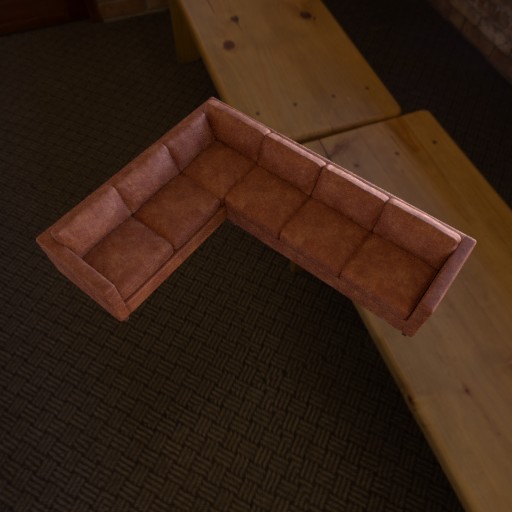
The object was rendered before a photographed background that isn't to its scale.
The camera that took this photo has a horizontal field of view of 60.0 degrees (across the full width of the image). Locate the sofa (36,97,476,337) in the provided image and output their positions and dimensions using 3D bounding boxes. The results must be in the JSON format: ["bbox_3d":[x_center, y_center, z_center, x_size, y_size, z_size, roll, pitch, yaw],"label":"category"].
[{"bbox_3d":[0.000,0.000,4.210,3.150,0.838,2.438,34,65,19],"label":"sofa"}]
